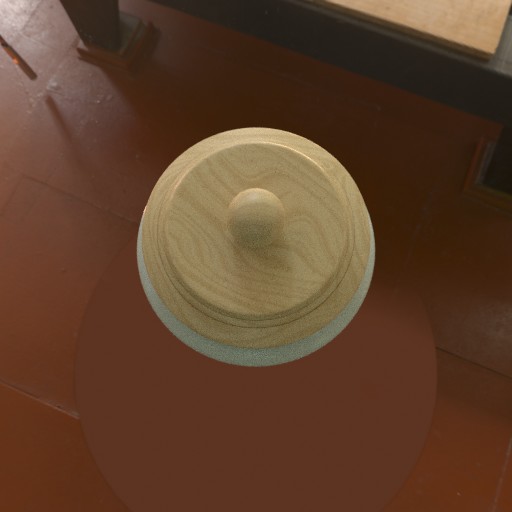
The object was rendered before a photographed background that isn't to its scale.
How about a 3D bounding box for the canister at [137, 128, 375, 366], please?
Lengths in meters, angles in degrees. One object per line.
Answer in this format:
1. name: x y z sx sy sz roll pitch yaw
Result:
1. canister: 0.000 0.000 0.270 0.130 0.176 0.130 0 77 0
